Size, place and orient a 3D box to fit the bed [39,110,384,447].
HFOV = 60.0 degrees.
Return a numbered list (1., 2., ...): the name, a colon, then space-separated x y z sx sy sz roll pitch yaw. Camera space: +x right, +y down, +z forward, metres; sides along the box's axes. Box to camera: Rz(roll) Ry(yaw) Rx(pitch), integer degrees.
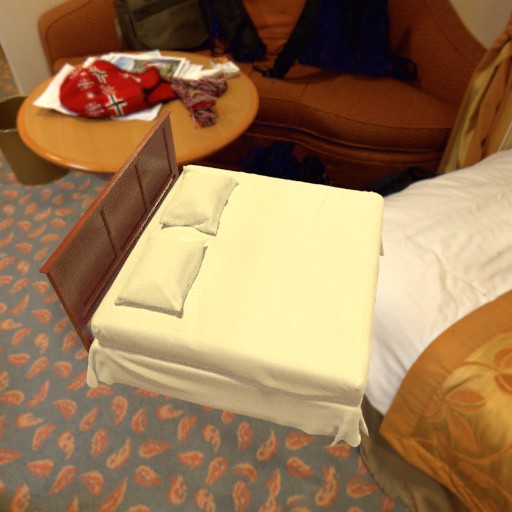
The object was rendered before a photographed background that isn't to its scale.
1. bed: 0.000 0.000 3.648 2.219 1.271 2.314 11 48 10
